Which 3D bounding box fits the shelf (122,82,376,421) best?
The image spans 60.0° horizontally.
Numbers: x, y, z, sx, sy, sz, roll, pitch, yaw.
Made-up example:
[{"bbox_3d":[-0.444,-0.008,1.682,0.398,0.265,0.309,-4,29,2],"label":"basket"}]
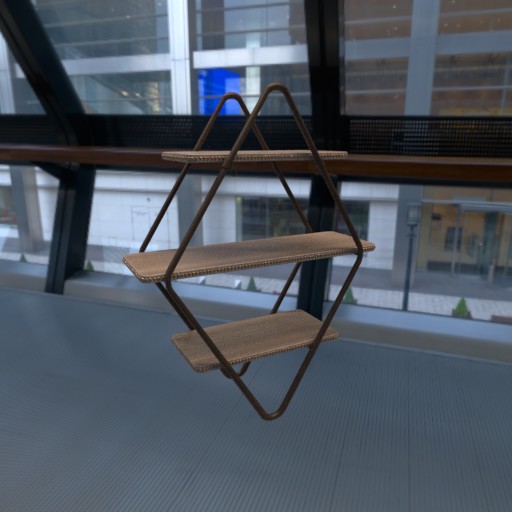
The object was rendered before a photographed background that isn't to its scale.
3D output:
[{"bbox_3d":[0.000,0.000,1.084,0.609,0.774,0.234,-7,16,-26],"label":"shelf"}]
